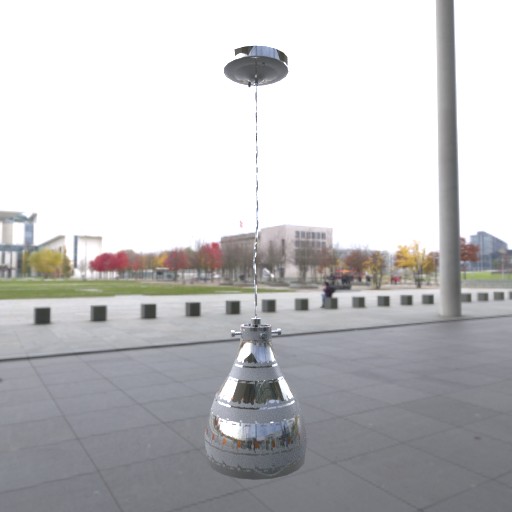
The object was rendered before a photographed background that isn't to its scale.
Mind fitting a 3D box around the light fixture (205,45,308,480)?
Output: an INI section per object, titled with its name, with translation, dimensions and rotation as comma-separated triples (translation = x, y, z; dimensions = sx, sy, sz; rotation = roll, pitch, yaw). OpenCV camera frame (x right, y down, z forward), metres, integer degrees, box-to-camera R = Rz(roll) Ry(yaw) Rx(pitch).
[light fixture]
translation = 0.000, 0.000, 1.635
dimensions = 0.374, 1.457, 0.374
rotation = 1, -3, -17
